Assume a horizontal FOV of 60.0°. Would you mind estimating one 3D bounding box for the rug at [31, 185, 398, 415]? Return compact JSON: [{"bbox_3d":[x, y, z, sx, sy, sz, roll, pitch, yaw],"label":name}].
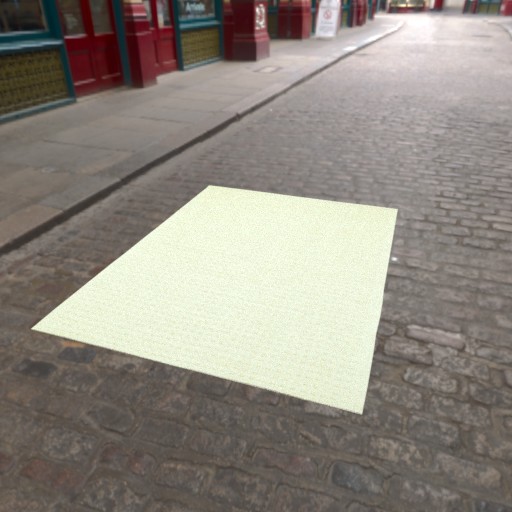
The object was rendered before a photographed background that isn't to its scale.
[{"bbox_3d":[0.000,0.000,4.273,2.452,0.016,3.204,10,31,17],"label":"rug"}]
